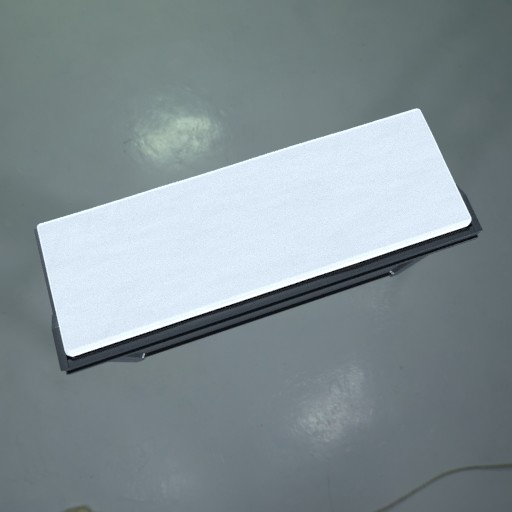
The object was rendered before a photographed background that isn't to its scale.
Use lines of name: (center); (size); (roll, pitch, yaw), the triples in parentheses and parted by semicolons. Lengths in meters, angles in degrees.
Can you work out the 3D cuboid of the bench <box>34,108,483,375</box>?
bench: (0.000, 0.000, 1.241); (0.973, 0.561, 0.345); (-18, 77, -4)
